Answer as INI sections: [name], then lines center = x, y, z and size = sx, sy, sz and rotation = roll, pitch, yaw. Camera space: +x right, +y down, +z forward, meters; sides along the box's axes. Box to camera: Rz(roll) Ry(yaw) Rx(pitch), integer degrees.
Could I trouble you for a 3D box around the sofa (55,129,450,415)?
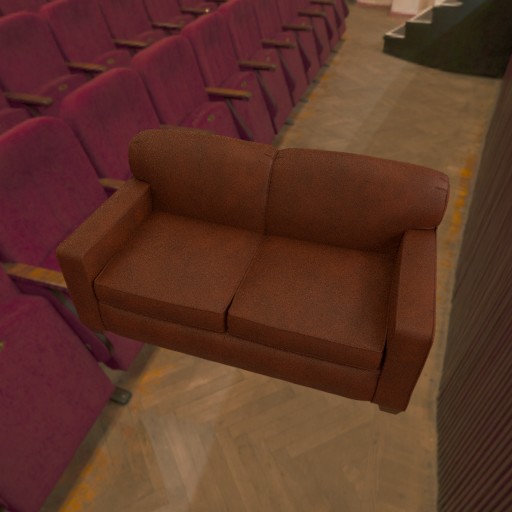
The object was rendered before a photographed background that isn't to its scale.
[sofa]
center = 0.000, 0.000, 2.443
size = 1.856, 0.966, 1.000
rotation = 12, 41, 14
